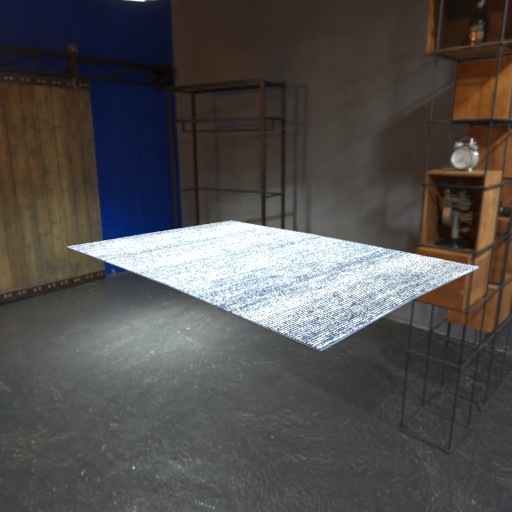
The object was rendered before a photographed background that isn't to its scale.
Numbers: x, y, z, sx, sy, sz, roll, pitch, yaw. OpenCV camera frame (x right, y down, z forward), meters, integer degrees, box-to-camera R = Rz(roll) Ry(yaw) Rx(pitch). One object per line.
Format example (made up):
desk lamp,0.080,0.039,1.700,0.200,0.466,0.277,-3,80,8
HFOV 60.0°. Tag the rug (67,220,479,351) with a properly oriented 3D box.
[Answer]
rug,0.000,0.000,3.013,1.624,0.030,2.349,-14,20,-43
